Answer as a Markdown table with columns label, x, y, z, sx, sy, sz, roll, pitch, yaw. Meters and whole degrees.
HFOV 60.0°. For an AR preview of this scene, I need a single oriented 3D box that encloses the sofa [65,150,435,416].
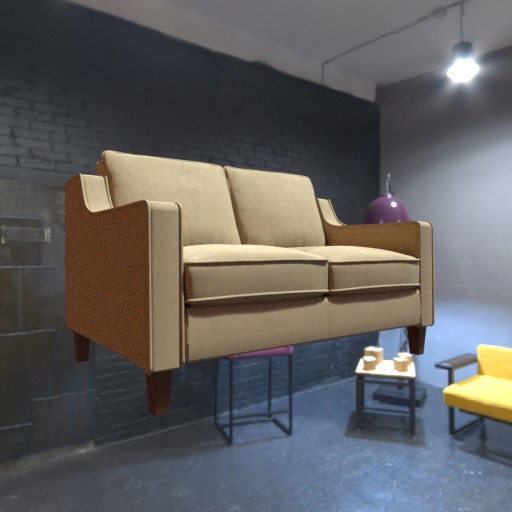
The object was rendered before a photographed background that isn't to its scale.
| label | x | y | z | sx | sy | sz | roll | pitch | yaw |
| --- | --- | --- | --- | --- | --- | --- | --- | --- | --- |
| sofa | 0.000 | 0.000 | 2.120 | 1.501 | 0.971 | 0.987 | 0 | 0 | -37 |
